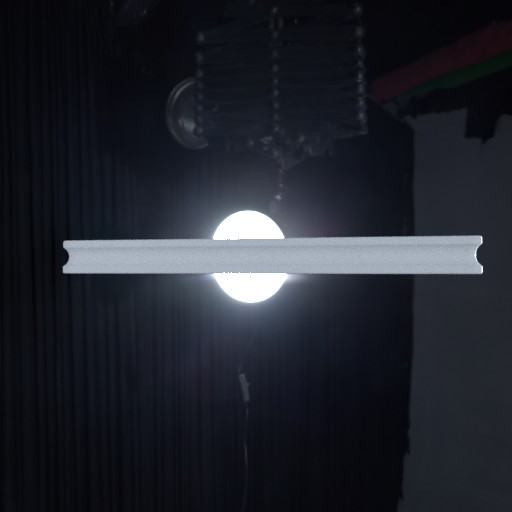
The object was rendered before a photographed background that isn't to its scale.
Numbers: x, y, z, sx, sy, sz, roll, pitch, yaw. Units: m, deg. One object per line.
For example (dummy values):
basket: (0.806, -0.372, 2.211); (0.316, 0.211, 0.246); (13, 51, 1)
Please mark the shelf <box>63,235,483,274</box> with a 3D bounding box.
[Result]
shelf: (0.000, 0.000, 0.437); (0.296, 0.035, 0.296); (1, -2, -35)
